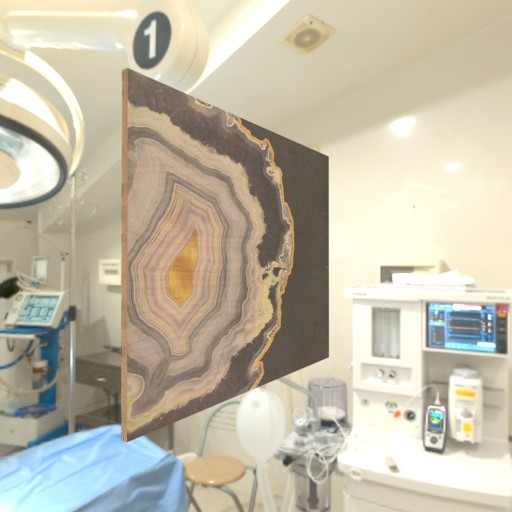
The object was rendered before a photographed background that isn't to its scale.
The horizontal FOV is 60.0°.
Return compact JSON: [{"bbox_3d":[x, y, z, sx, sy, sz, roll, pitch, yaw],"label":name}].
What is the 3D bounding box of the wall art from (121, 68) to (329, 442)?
[{"bbox_3d":[0.000,0.000,0.694,0.010,0.408,0.508,0,-1,35],"label":"wall art"}]
